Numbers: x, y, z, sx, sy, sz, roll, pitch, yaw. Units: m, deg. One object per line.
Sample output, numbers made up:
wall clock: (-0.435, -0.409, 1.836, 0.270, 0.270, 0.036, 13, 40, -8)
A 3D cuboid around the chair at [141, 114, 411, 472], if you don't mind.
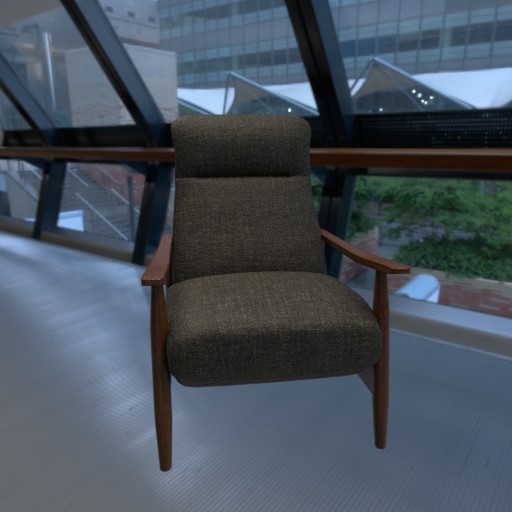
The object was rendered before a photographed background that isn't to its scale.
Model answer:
chair: (0.000, 0.000, 1.721, 0.762, 1.082, 1.014, -2, 16, -8)
